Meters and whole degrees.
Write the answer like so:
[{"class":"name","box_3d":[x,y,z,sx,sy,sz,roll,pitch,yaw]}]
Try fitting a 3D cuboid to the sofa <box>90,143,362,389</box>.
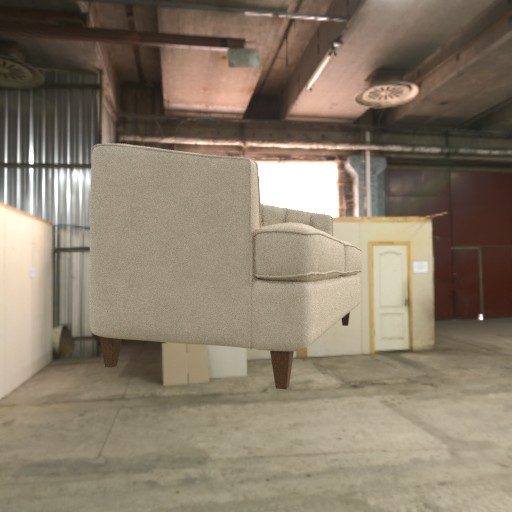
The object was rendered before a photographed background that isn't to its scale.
[{"class":"sofa","box_3d":[0.000,0.000,2.278,0.940,0.878,1.731,0,-2,19]}]
